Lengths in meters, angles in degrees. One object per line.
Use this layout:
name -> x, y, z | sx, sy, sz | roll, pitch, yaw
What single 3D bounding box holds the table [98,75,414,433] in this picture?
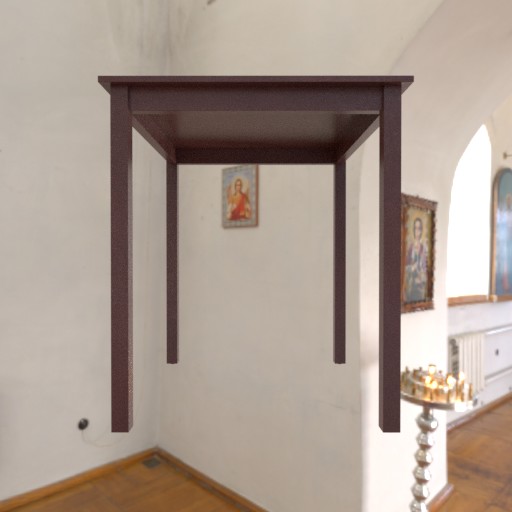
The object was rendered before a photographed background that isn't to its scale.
table -> 0.000, 0.000, 1.642 | 0.861, 0.991, 0.861 | 0, 1, 0
